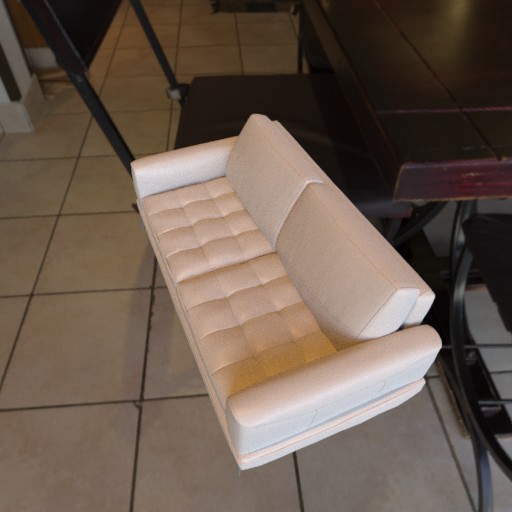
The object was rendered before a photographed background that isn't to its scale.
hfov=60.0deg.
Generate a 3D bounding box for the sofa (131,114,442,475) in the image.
[{"bbox_3d":[0.000,0.000,2.741,1.121,0.930,2.177,-17,49,-16],"label":"sofa"}]
